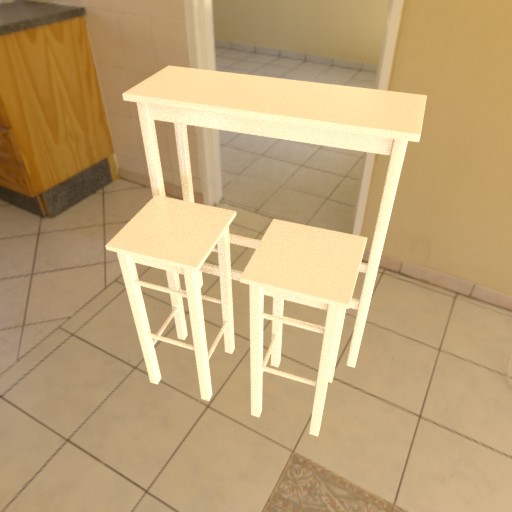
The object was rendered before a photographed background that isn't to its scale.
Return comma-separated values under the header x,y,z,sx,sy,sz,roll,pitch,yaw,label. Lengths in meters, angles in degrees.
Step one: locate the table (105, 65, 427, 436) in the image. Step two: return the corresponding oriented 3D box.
x,y,z,sx,sy,sz,roll,pitch,yaw,label
0.000,0.000,1.621,0.915,1.065,0.650,13,41,15,table
